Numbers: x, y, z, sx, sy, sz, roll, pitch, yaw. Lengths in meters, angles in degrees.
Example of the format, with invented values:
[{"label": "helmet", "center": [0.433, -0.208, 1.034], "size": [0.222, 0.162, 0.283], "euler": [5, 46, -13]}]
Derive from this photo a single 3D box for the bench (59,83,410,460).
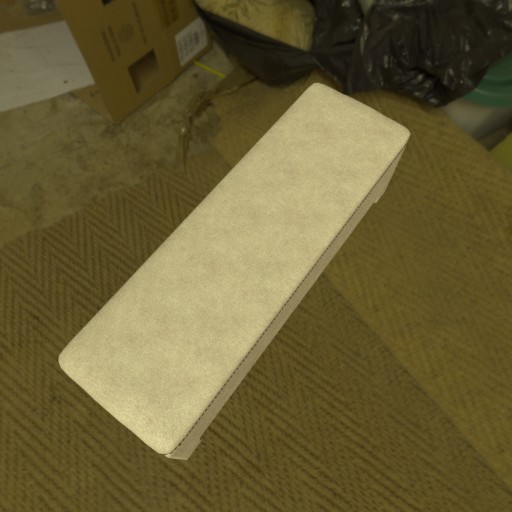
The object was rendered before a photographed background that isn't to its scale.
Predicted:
[{"label": "bench", "center": [0.000, 0.000, 1.733], "size": [0.470, 0.447, 1.482], "euler": [34, 69, 15]}]
